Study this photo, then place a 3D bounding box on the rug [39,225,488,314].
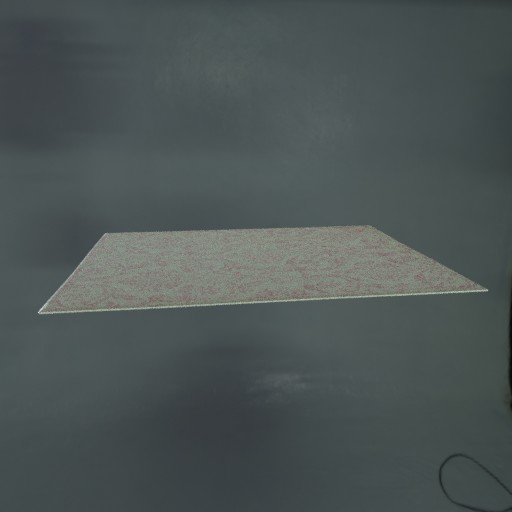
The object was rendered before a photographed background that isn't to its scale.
[{"bbox_3d":[0.000,0.000,2.902,2.202,0.014,1.598,-2,16,-7],"label":"rug"}]
